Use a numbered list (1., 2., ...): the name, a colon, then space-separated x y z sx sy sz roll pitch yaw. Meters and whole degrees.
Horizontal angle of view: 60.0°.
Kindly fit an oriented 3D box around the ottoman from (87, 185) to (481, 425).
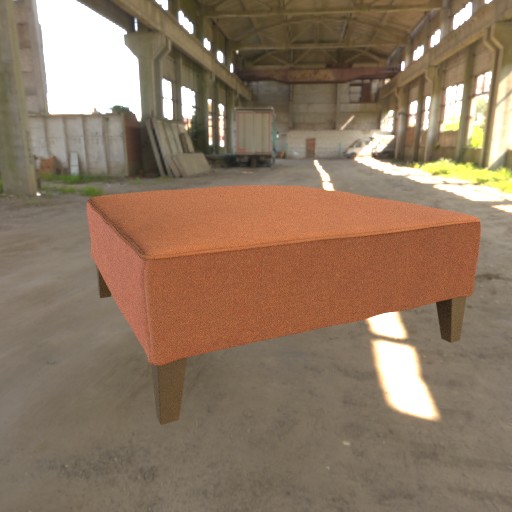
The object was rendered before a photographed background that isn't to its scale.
1. ottoman: 0.000 0.000 1.535 0.997 0.438 0.999 -7 16 -26
